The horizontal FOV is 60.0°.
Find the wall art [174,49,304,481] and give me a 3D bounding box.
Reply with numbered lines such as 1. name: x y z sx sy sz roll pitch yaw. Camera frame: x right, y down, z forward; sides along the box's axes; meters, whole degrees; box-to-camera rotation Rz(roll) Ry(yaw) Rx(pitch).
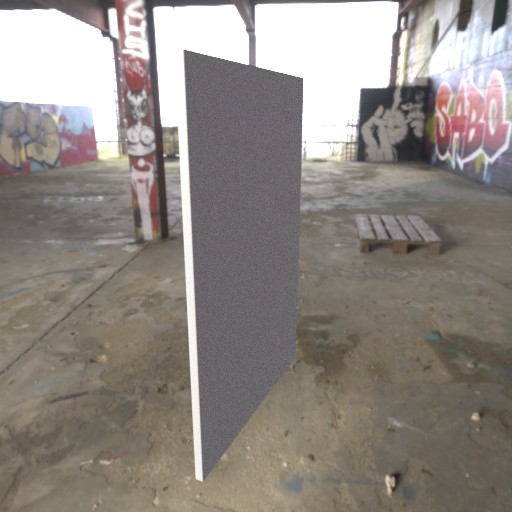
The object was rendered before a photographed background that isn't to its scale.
1. wall art: 0.000 0.000 0.612 0.011 0.482 0.329 8 19 24
